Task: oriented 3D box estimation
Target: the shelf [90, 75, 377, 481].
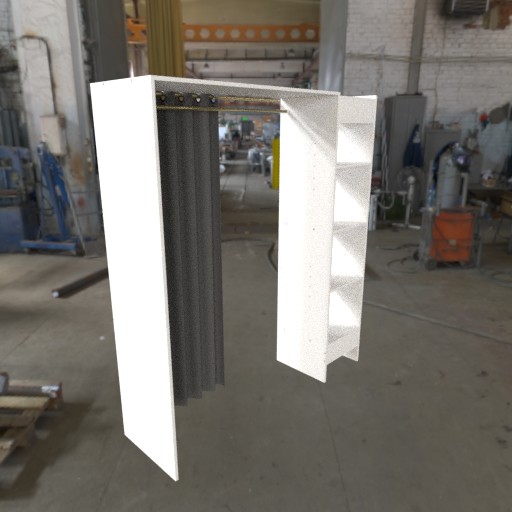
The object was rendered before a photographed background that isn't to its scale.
[{"bbox_3d":[0.000,0.000,2.578,0.500,1.810,1.600,16,22,42],"label":"shelf"}]
